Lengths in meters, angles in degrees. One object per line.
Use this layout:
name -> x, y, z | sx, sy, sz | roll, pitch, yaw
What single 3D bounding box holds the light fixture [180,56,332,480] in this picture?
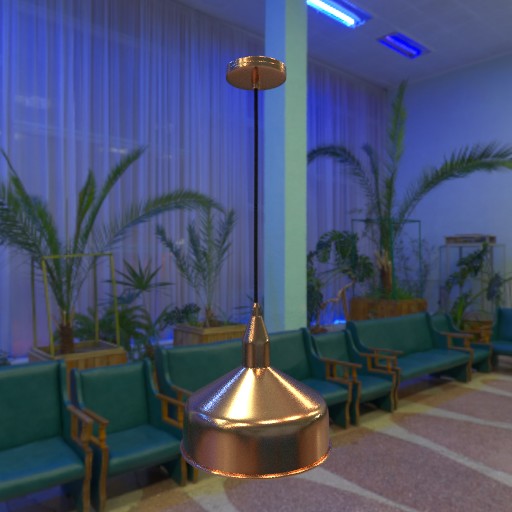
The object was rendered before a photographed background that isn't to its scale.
light fixture -> 0.000, 0.000, 0.893 | 0.301, 0.754, 0.301 | 1, -1, -37
